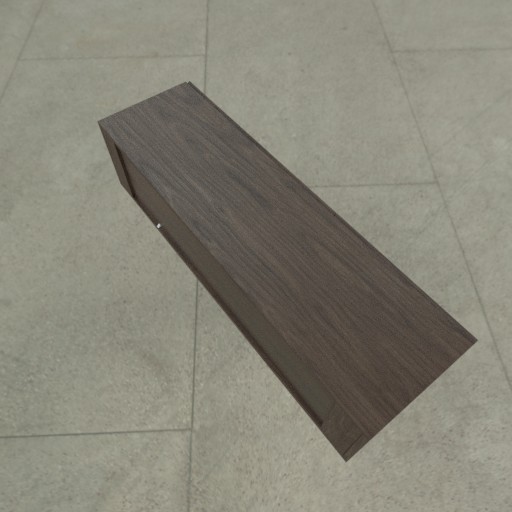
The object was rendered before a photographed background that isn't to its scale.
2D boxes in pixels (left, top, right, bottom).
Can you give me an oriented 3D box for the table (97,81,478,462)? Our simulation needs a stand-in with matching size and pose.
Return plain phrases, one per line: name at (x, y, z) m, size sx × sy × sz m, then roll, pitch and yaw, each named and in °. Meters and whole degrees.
table at (0.000, 0.000, 1.614) m, size 0.405 × 0.508 × 1.397 m, roll -33°, pitch 63°, yaw -20°
